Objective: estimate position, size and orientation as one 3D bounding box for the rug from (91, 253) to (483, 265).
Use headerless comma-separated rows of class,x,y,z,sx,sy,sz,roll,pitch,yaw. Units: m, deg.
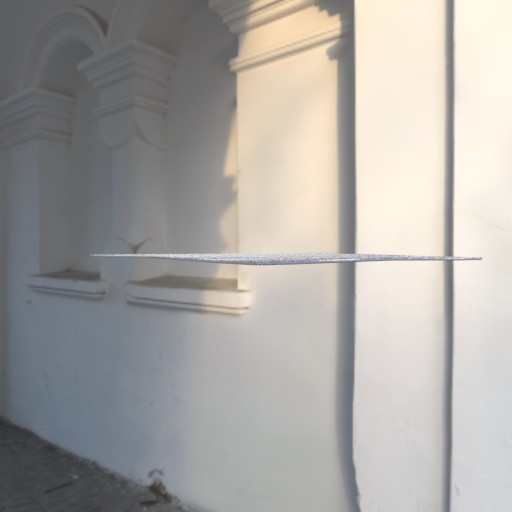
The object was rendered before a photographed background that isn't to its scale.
rug,0.000,0.000,3.086,1.624,0.030,2.349,-1,1,-35
